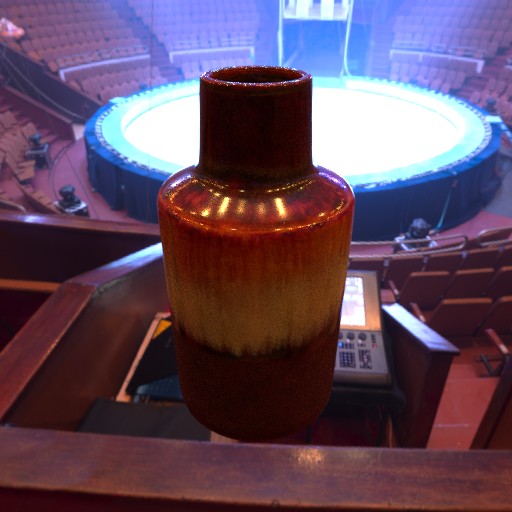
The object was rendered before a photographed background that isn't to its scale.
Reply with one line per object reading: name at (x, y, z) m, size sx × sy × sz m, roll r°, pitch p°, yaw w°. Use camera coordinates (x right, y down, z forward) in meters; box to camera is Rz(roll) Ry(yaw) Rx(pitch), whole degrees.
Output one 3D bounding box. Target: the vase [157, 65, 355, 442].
vase at (0.000, 0.000, 0.264) m, size 0.108 × 0.204 × 0.108 m, roll 0°, pitch 32°, yaw 0°
